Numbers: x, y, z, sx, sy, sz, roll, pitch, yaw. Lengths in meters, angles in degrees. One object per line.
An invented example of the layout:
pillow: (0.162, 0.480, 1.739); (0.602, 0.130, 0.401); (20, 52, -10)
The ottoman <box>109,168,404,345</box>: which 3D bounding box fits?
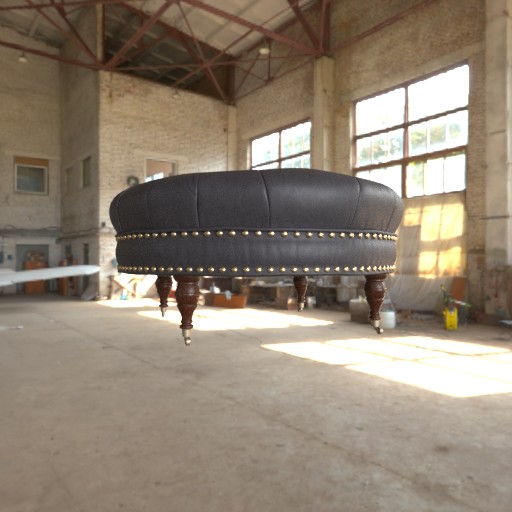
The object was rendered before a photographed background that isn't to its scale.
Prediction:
ottoman: (0.000, 0.000, 1.415); (0.901, 0.439, 0.901); (0, 0, 0)
